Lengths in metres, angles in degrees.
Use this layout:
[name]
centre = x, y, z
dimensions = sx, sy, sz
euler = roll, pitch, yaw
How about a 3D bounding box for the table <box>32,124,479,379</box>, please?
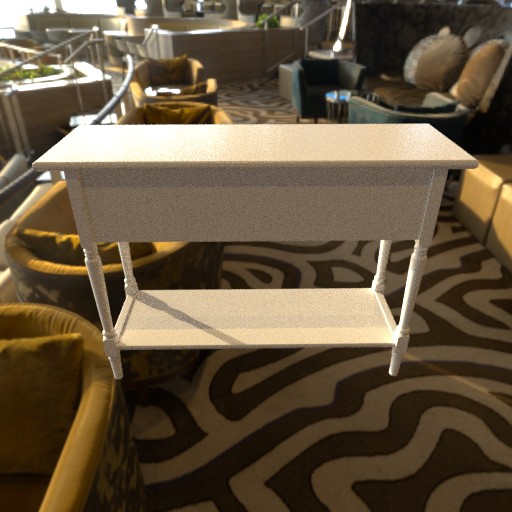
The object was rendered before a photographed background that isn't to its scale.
[table]
centre = 0.000, 0.000, 1.549
dimensions = 1.191, 0.814, 0.386
euler = 0, 31, -1
